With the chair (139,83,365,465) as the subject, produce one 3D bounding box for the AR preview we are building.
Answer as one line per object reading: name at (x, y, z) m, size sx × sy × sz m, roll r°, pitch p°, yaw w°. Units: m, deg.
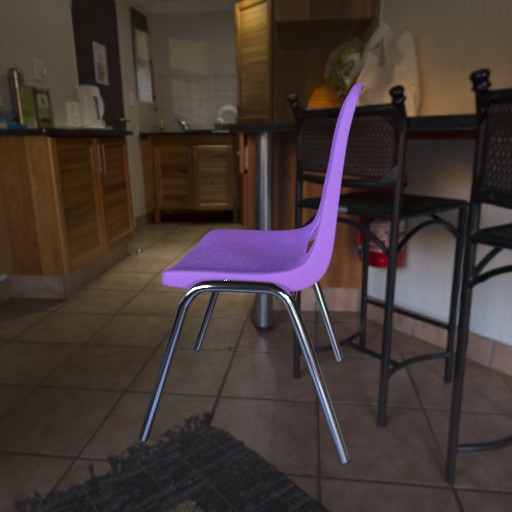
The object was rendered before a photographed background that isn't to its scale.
chair at (0.000, 0.000, 0.686) m, size 0.301 × 0.493 × 0.291 m, roll 3°, pitch 16°, yaw 9°
